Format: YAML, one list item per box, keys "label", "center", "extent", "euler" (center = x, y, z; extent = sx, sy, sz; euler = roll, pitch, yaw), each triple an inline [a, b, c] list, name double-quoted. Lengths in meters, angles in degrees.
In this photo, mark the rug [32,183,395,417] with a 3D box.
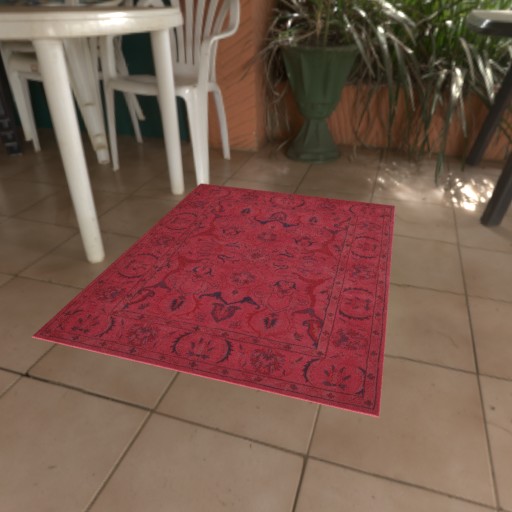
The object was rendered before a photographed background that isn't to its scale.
- label: "rug"
  center: [0.000, 0.000, 3.927]
  extent: [2.300, 0.012, 2.929]
  euler: [9, 32, 14]
